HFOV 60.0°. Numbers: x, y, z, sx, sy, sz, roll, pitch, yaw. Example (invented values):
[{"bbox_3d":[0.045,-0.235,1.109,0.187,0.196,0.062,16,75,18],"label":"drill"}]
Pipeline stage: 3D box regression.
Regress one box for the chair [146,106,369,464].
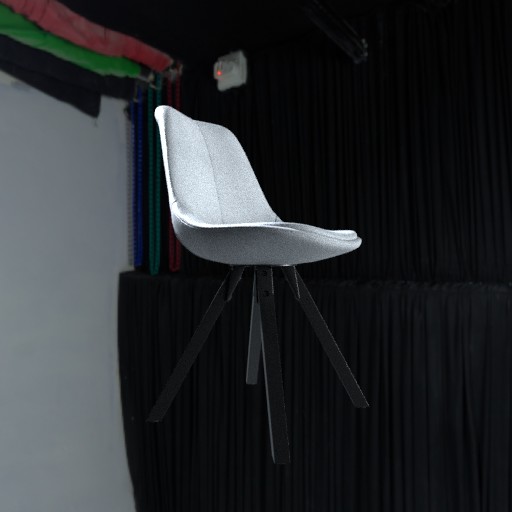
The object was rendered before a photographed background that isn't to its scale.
[{"bbox_3d":[0.000,0.000,1.213,0.550,0.850,0.485,0,0,35],"label":"chair"}]
